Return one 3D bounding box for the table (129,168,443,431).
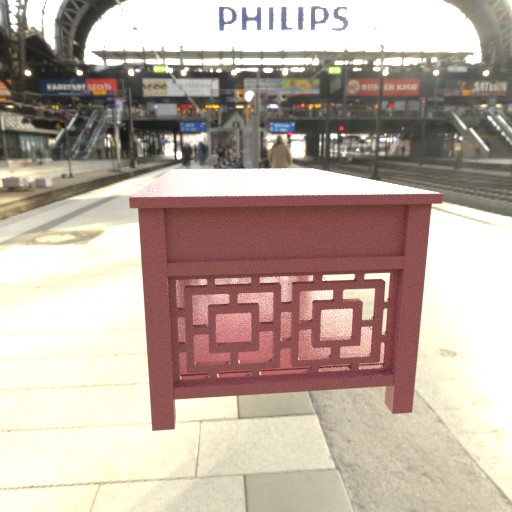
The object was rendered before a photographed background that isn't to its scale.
[{"bbox_3d":[0.000,0.000,1.404,0.612,0.493,1.068,-2,14,-6],"label":"table"}]
